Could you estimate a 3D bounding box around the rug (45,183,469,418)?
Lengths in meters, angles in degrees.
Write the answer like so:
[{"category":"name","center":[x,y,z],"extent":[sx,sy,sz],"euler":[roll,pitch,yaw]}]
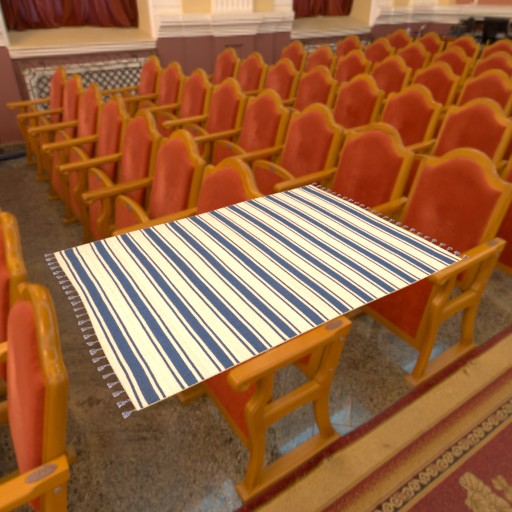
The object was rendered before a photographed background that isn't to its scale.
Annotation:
[{"category":"rug","center":[0.000,0.000,2.880],"extent":[2.315,0.010,1.544],"euler":[-19,36,-28]}]
